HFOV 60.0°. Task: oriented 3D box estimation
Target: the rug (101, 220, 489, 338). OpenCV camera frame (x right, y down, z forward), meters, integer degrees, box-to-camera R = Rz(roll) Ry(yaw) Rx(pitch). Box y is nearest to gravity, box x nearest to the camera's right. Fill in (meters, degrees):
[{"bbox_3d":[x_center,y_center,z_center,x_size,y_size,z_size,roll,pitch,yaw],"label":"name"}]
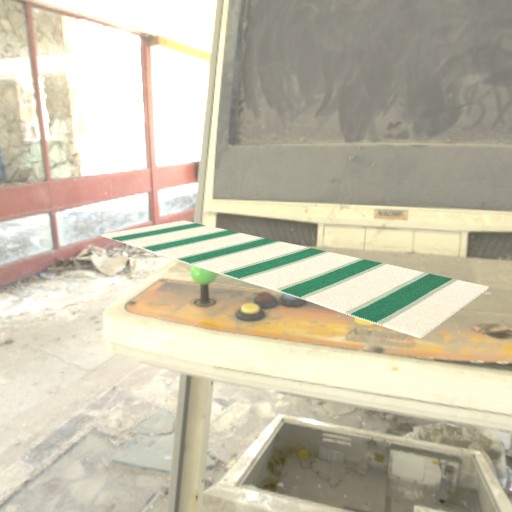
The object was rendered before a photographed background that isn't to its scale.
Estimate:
[{"bbox_3d":[0.000,0.000,2.721,2.438,0.012,0.768,15,21,42],"label":"rug"}]
